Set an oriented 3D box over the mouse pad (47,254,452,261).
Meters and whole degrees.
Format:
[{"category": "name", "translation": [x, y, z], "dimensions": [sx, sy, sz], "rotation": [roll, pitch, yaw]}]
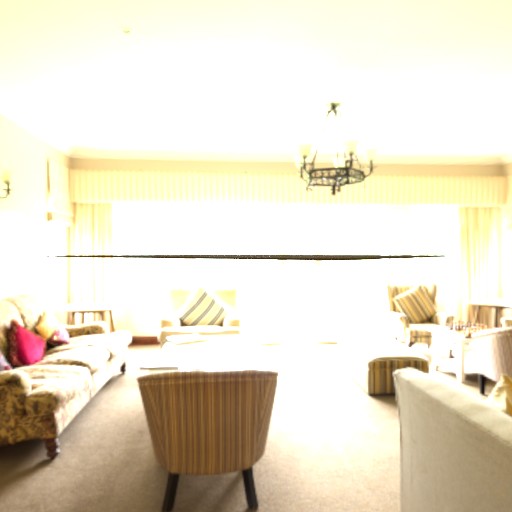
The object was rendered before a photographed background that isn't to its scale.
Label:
[{"category": "mouse pad", "translation": [0.000, 0.000, 0.635], "dimensions": [0.451, 0.002, 0.393], "rotation": [0, 1, 36]}]
